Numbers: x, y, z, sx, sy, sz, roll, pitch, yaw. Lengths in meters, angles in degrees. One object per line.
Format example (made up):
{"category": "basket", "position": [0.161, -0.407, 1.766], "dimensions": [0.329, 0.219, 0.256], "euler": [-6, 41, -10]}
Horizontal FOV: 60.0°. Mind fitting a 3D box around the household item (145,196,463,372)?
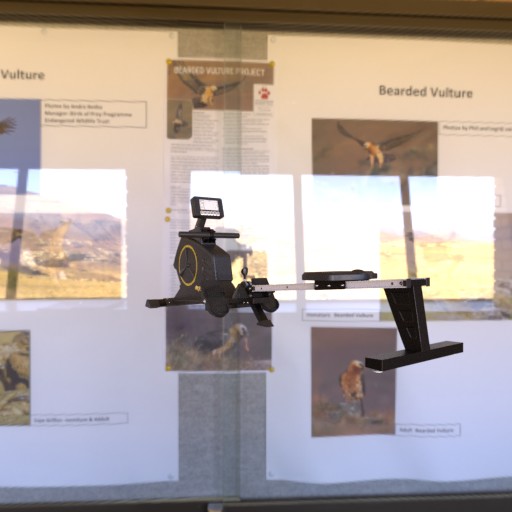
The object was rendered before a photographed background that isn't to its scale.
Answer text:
{"category": "household item", "position": [0.000, 0.000, 2.611], "dimensions": [0.521, 0.810, 2.251], "euler": [0, 1, -35]}
